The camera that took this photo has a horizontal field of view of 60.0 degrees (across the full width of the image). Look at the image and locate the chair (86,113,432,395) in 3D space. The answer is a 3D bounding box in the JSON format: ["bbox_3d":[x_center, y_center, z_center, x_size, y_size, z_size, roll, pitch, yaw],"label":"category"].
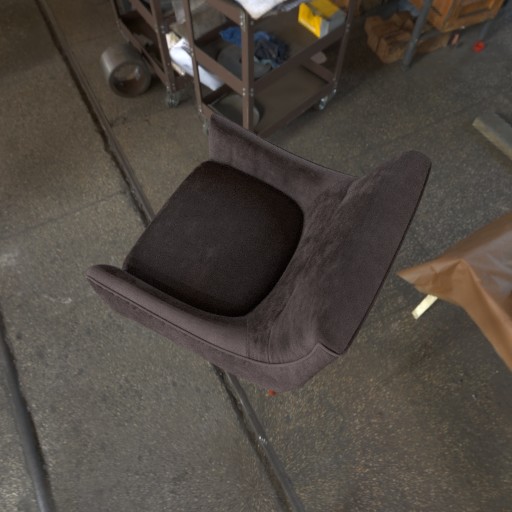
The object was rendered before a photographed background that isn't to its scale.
[{"bbox_3d":[0.000,0.000,1.496,0.787,0.838,0.762,26,65,13],"label":"chair"}]
